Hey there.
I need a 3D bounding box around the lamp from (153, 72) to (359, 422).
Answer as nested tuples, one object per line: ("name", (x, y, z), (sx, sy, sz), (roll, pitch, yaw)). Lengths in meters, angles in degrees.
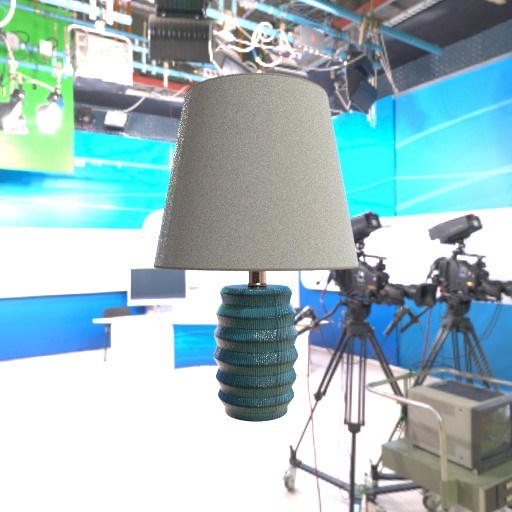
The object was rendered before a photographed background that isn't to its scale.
("lamp", (0.000, 0.000, 0.562), (0.254, 0.392, 0.254), (0, 1, 0))
